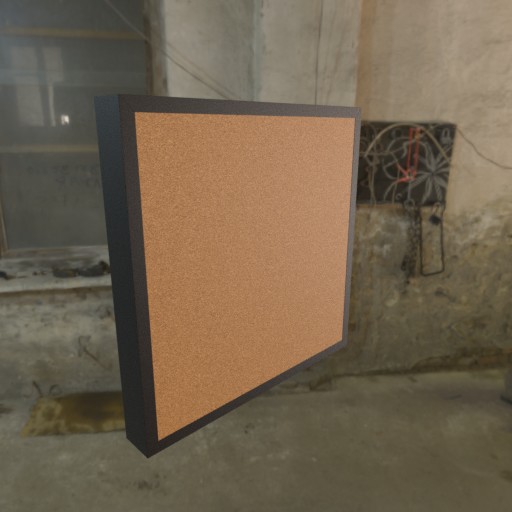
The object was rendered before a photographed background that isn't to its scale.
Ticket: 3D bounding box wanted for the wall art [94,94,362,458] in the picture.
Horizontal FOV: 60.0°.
[{"bbox_3d":[0.000,0.000,0.465,0.305,0.304,0.038,-15,22,-42],"label":"wall art"}]
